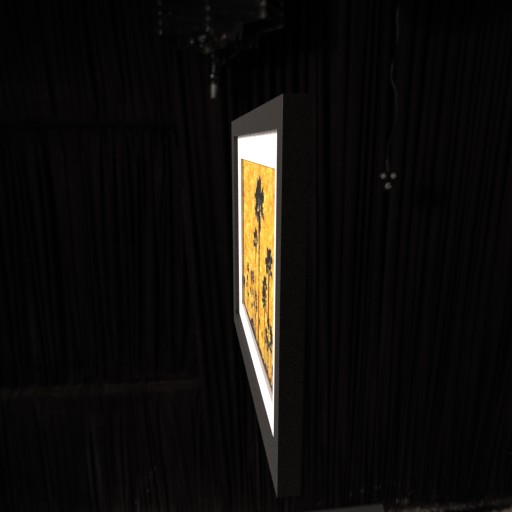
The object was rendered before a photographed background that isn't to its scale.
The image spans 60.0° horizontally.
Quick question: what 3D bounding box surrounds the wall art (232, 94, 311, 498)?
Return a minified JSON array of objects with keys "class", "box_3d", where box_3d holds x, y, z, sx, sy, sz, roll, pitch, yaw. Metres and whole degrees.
[{"class":"wall art","box_3d":[0.000,0.000,0.748,0.028,0.460,0.561,-2,14,-8]}]
